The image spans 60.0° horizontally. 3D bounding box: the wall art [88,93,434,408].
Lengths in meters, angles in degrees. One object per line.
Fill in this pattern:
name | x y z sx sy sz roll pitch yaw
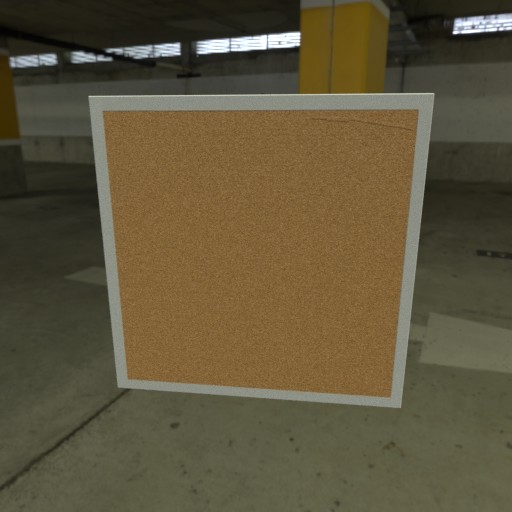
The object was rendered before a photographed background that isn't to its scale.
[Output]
wall art | 0.000 0.000 0.448 0.305 0.305 0.038 2 17 7
